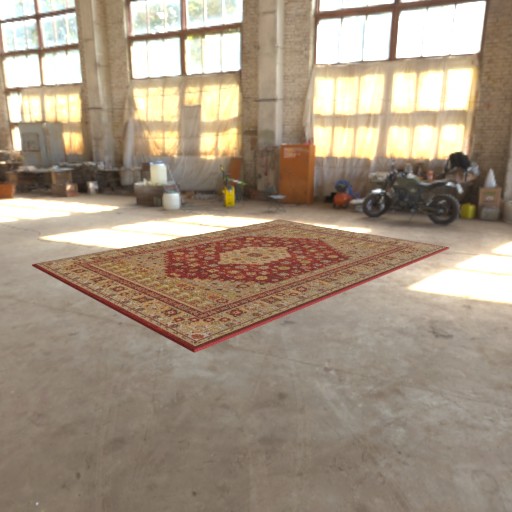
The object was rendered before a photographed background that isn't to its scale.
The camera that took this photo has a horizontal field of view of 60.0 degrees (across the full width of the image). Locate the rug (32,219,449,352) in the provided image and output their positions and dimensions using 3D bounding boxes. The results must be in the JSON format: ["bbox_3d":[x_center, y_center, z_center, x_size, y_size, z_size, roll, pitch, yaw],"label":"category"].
[{"bbox_3d":[0.000,0.000,2.871,2.211,0.013,1.593,-14,20,-43],"label":"rug"}]
